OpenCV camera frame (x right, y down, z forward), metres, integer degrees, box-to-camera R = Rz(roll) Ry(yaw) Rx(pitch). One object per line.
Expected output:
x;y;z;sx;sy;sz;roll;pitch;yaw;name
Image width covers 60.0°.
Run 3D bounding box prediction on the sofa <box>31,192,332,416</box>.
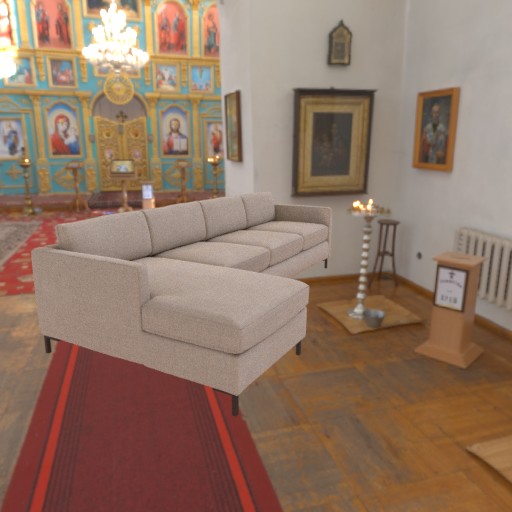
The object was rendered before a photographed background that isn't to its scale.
0.000;0.000;3.524;1.469;0.816;2.923;7;15;28;sofa
